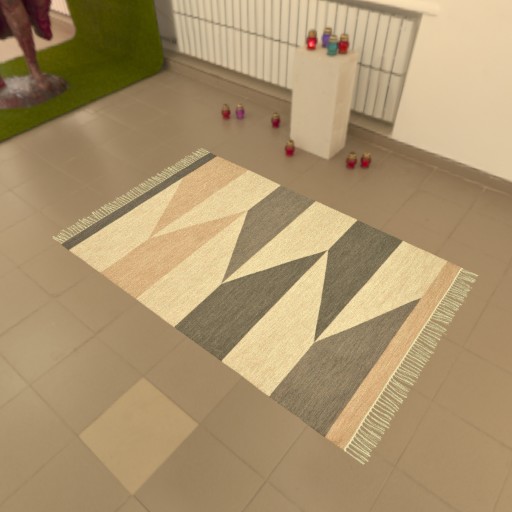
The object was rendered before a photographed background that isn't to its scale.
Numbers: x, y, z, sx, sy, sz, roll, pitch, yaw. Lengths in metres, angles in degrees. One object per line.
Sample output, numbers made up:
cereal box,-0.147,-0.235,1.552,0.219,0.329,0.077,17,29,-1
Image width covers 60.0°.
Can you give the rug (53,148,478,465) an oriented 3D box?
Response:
rug,0.000,0.000,2.418,2.021,0.027,1.224,29,52,26
